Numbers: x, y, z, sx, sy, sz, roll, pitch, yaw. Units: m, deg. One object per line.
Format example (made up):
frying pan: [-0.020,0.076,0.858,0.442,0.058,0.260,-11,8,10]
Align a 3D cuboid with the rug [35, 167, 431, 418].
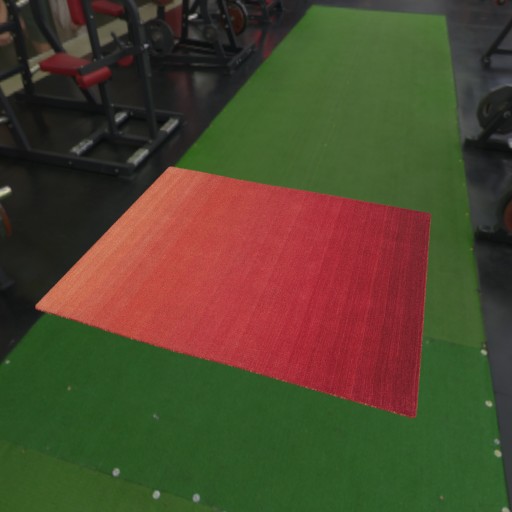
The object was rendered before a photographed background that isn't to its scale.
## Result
rug: [0.000,0.000,3.949,2.905,0.028,2.340,13,43,14]
